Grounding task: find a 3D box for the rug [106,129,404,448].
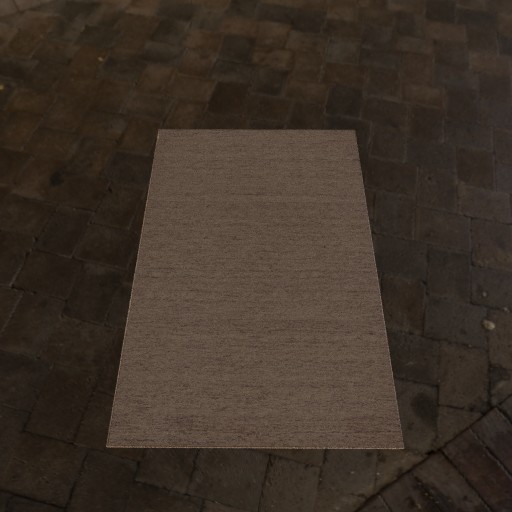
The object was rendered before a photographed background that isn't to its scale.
[{"bbox_3d":[0.000,0.000,2.297,1.225,0.013,1.840,0,59,0],"label":"rug"}]
